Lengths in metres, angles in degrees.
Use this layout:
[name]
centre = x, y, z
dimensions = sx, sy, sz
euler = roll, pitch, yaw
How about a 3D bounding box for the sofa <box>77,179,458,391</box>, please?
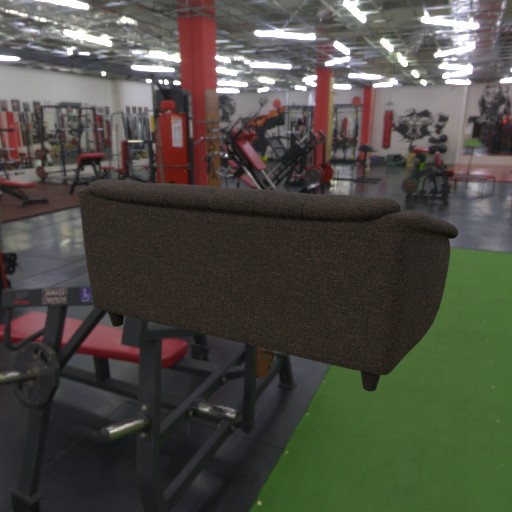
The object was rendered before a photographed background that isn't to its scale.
[sofa]
centre = 0.000, 0.000, 2.288
dimensions = 1.849, 0.790, 0.887
euler = 8, 18, 25
